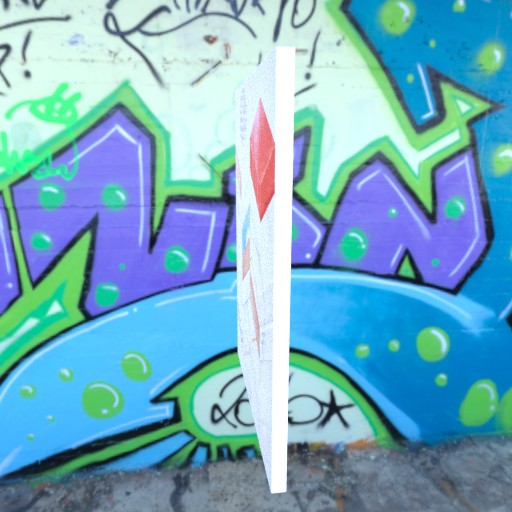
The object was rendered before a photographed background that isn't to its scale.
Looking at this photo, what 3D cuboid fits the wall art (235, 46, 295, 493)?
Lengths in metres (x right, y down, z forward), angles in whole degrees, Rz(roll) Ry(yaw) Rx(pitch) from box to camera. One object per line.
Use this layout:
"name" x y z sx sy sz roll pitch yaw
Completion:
"wall art" 0.000 0.000 1.602 0.046 1.221 0.914 -2 15 -8
